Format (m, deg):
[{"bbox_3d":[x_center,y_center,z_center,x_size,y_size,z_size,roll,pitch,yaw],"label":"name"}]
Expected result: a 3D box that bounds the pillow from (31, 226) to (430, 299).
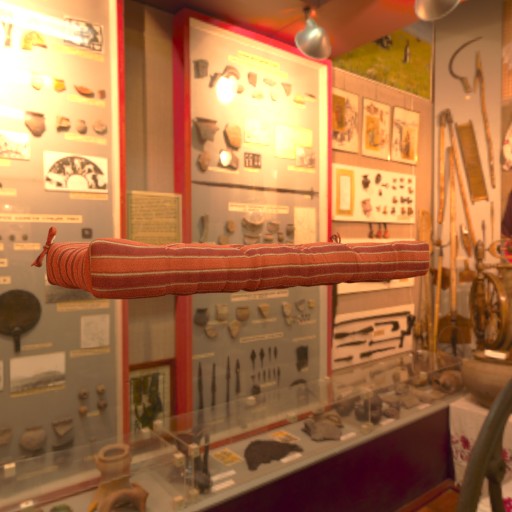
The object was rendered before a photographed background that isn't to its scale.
[{"bbox_3d":[0.000,0.000,1.367,1.194,0.174,0.511,-1,2,-36],"label":"pillow"}]
